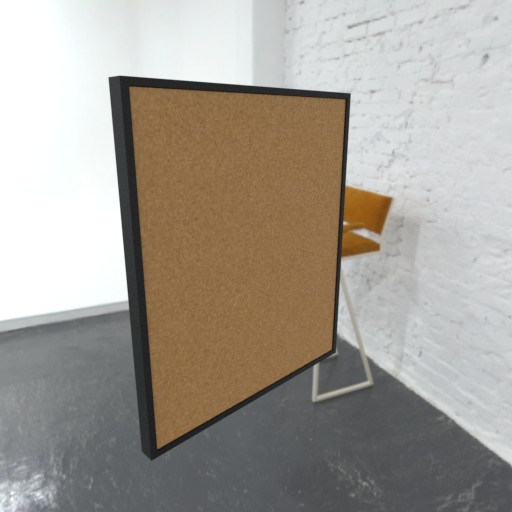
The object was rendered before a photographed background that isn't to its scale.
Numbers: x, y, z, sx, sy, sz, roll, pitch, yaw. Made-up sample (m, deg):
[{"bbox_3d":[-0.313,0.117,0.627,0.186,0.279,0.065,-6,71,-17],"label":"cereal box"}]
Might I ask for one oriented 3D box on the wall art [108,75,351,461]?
[{"bbox_3d":[0.000,0.000,0.533,0.330,0.381,0.019,-16,23,-42],"label":"wall art"}]
